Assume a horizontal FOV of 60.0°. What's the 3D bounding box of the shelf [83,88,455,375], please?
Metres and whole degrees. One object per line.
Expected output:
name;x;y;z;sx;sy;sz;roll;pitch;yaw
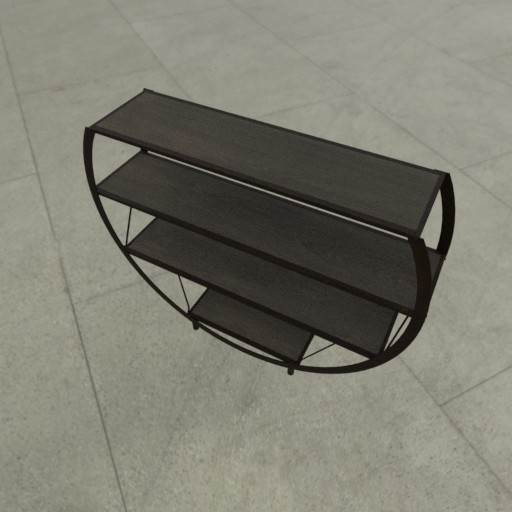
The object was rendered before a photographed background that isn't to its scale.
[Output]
shelf;0.000;0.000;1.888;1.403;1.063;0.344;21;50;19
